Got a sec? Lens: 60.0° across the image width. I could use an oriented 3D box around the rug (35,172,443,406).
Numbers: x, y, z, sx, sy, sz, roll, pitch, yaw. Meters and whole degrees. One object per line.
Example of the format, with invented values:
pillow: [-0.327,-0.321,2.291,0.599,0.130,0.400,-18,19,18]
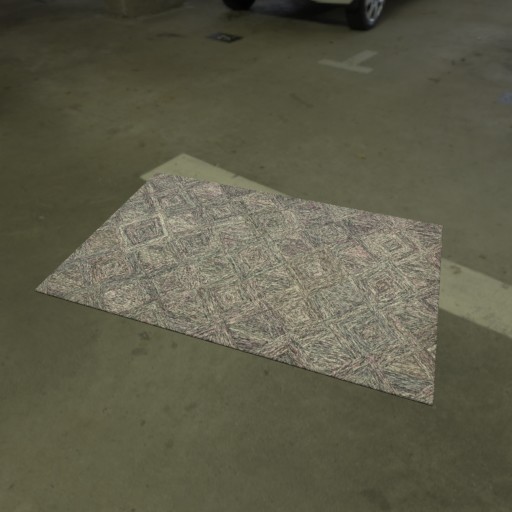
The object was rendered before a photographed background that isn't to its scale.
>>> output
rug: [0.000,0.000,2.916,2.298,0.017,1.501,13,42,15]
